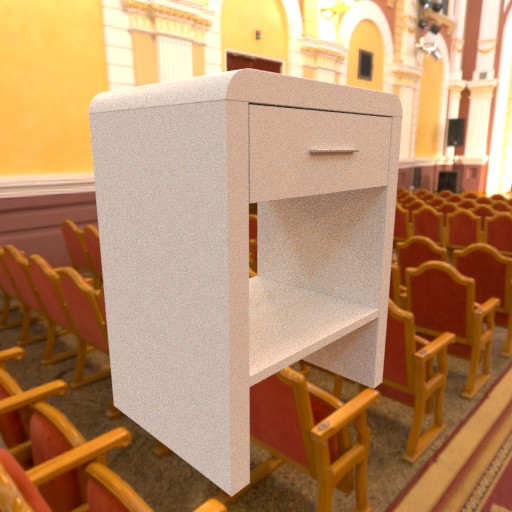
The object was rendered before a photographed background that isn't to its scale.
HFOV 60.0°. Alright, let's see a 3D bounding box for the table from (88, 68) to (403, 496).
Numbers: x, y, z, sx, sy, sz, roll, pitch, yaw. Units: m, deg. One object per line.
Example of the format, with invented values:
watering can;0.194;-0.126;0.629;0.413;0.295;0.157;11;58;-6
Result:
table;0.000;0.000;0.847;0.350;0.590;0.450;13;19;42
